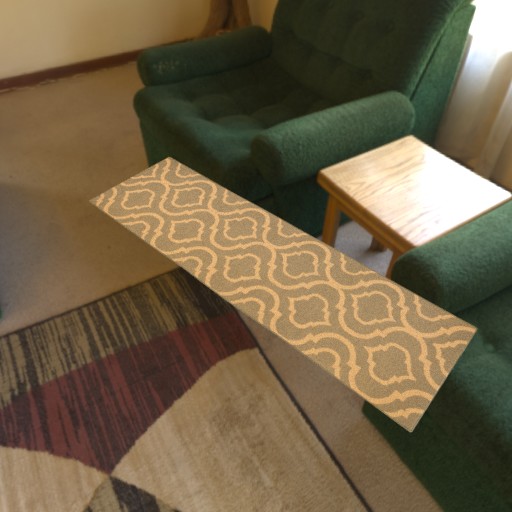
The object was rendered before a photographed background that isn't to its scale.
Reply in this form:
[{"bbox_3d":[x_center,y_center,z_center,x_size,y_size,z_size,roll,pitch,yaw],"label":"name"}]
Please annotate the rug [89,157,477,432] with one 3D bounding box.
[{"bbox_3d":[0.000,0.000,2.503,2.275,0.009,0.684,32,54,28],"label":"rug"}]
